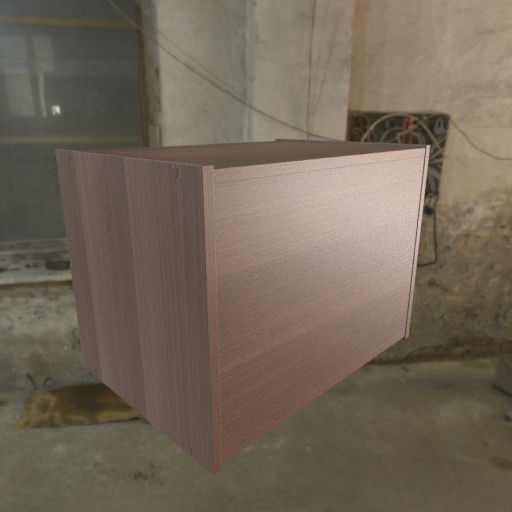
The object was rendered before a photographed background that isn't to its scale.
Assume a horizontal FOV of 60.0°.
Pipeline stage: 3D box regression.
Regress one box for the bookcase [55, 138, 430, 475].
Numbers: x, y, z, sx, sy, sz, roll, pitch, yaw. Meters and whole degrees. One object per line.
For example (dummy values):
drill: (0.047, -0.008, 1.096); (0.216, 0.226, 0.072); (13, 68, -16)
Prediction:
bookcase: (0.000, 0.000, 0.636); (0.290, 0.305, 0.415); (16, 24, 42)
